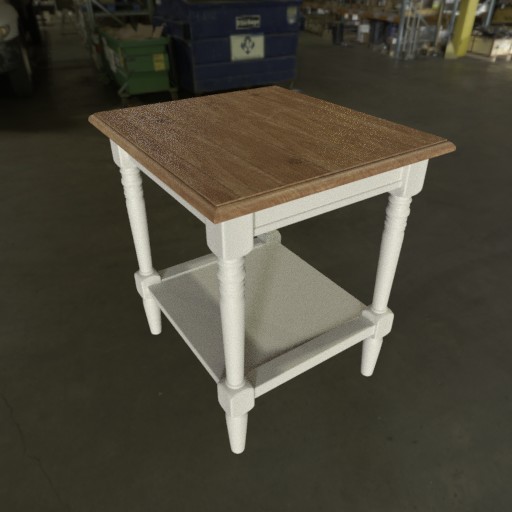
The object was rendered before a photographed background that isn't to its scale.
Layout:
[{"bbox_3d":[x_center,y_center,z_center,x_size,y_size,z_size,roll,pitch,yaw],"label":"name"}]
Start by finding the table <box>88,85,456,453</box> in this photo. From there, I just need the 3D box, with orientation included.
[{"bbox_3d":[0.000,0.000,0.949,0.457,0.561,0.508,-20,38,-28],"label":"table"}]
